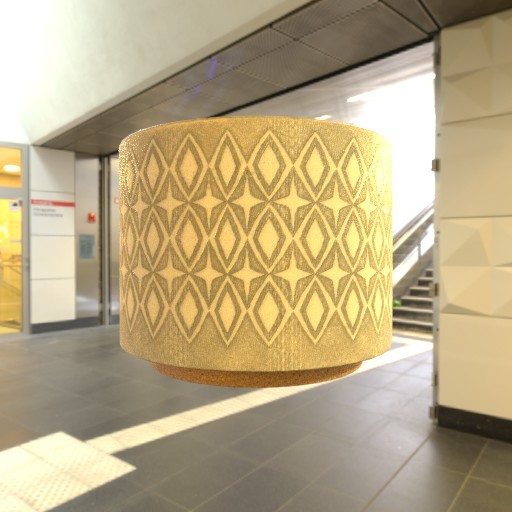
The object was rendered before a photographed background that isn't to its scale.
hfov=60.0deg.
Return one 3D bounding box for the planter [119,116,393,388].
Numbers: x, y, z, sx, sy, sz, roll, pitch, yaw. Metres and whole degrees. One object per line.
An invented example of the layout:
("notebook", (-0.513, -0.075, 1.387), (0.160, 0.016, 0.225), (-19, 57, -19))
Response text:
("planter", (0.000, 0.000, 0.316), (0.186, 0.144, 0.186), (0, 1, 0))
